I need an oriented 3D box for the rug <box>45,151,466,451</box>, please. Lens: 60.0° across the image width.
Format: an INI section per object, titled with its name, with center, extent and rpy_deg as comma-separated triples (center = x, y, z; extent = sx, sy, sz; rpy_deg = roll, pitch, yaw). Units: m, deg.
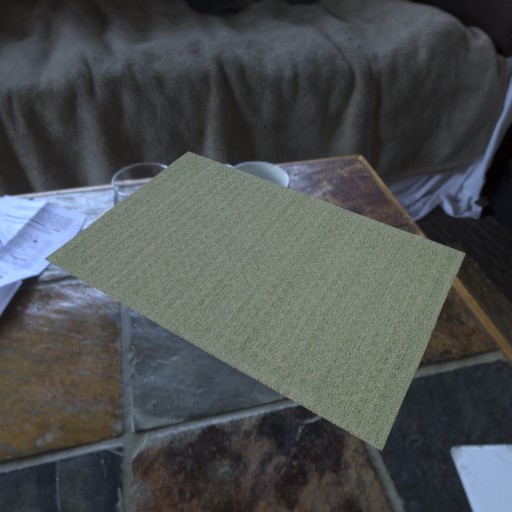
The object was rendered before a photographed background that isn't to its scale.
[rug]
center = 0.000, 0.000, 2.191
extent = 1.747, 0.006, 1.143
rpy_deg = 24, 50, 22
